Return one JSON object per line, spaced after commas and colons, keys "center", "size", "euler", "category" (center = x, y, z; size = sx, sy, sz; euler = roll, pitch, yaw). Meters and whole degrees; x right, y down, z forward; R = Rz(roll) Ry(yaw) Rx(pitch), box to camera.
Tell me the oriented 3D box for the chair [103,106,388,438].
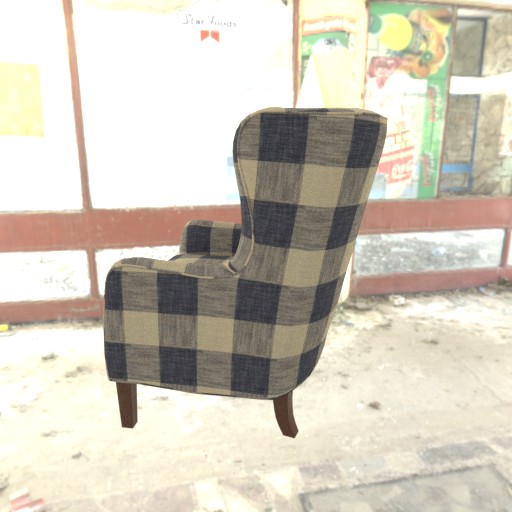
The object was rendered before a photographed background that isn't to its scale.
{"center": [0.000, 0.000, 1.694], "size": [0.889, 1.041, 0.830], "euler": [2, 14, 9], "category": "chair"}
